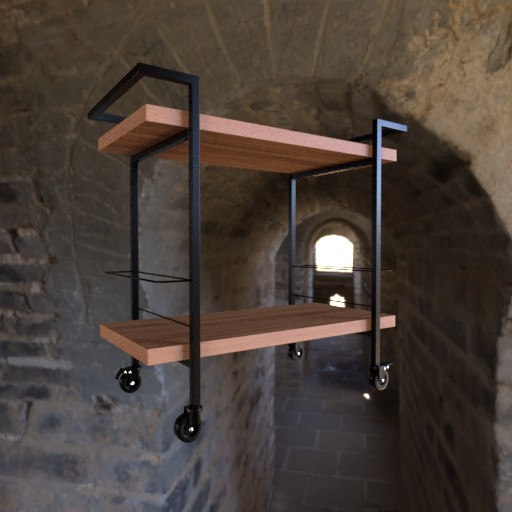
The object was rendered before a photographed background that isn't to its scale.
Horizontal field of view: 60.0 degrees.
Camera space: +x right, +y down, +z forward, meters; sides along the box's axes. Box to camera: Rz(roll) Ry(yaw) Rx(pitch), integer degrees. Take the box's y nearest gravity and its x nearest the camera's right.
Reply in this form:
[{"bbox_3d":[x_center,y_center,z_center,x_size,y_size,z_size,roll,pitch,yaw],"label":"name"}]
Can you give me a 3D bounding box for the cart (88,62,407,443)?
[{"bbox_3d":[0.000,0.000,1.244,0.806,0.762,0.406,-1,2,-34],"label":"cart"}]
